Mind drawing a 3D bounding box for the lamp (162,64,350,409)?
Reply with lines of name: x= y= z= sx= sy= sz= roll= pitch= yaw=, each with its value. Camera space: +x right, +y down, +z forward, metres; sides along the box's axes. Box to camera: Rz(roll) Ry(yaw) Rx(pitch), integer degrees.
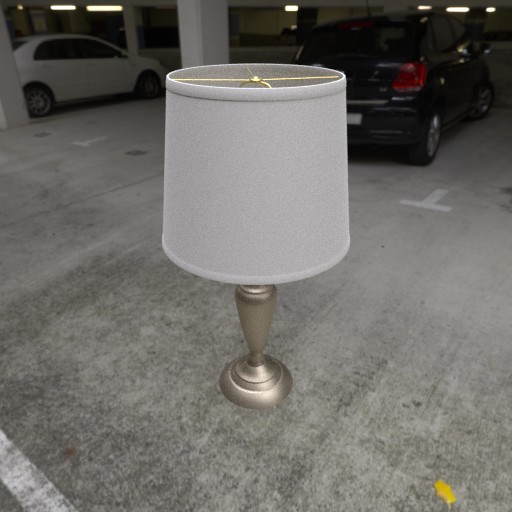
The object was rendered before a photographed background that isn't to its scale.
lamp: x=0.000 y=0.000 z=0.809 sx=0.328 sy=0.619 sz=0.328 roll=0 pitch=30 yaw=0
